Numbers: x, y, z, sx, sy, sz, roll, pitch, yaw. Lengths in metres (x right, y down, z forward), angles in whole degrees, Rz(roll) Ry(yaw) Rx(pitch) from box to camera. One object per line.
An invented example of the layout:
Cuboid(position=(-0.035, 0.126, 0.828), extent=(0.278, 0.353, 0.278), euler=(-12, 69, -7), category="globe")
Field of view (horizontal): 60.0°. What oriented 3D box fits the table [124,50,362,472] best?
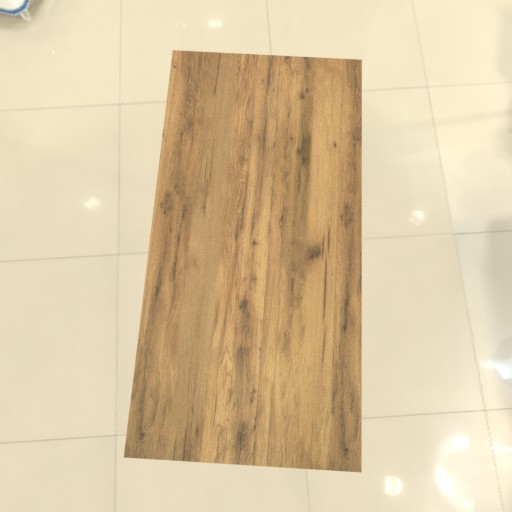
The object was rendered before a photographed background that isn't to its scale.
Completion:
Cuboid(position=(0.000, 0.000, 2.473), extent=(1.000, 0.770, 2.000), euler=(3, 76, 1), category="table")
